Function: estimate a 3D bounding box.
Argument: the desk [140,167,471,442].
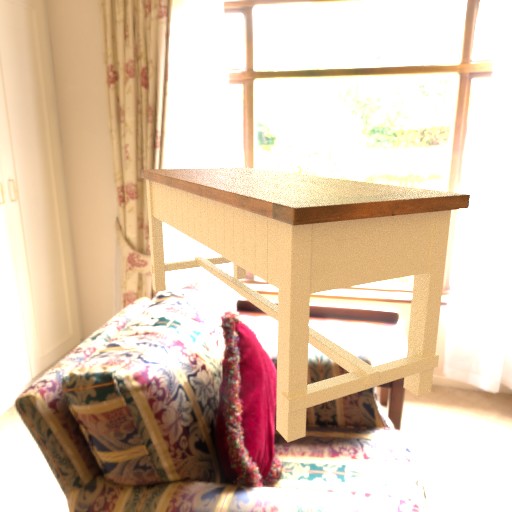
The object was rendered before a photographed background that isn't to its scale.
[{"bbox_3d":[0.000,0.000,2.201,0.688,0.762,1.803,-7,16,-26],"label":"desk"}]
